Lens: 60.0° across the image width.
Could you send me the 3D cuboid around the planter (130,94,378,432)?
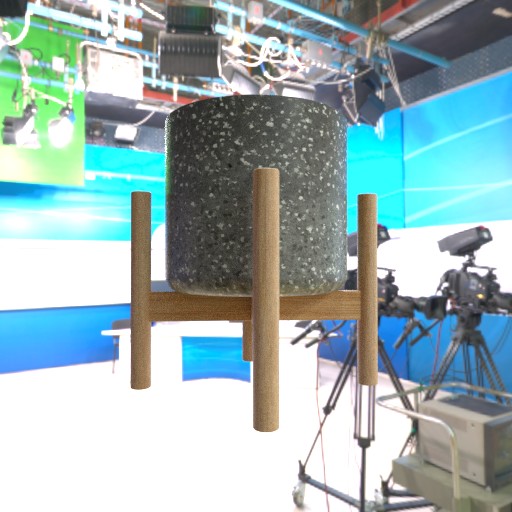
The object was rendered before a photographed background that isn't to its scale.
[{"bbox_3d":[0.000,0.000,0.551,0.284,0.320,0.284,0,-1,19],"label":"planter"}]
